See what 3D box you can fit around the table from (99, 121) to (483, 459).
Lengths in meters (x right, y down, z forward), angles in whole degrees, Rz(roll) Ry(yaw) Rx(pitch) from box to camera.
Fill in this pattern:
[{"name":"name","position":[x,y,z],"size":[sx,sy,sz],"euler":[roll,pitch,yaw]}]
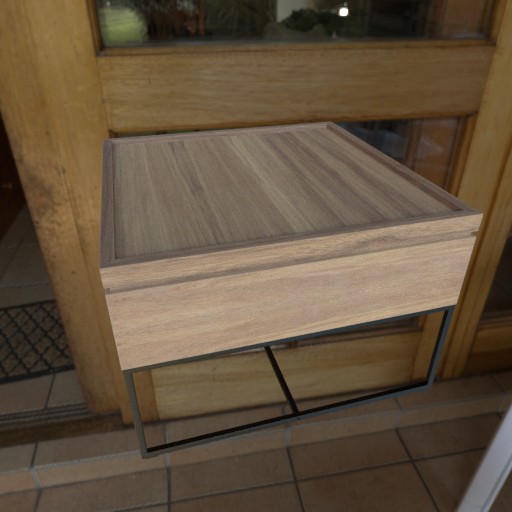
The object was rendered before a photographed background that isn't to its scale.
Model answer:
[{"name":"table","position":[0.000,0.000,1.133],"size":[0.676,0.464,0.679],"euler":[-8,32,-14]}]
